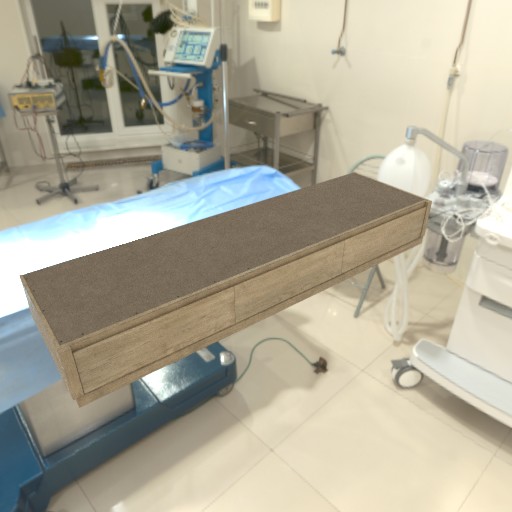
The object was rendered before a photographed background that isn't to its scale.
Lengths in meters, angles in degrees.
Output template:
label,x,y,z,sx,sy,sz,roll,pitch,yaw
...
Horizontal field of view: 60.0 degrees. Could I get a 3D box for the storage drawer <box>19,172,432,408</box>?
label,x,y,z,sx,sy,sz,roll,pitch,yaw
storage drawer,0.000,0.000,2.276,2.072,0.274,0.591,-21,37,-31
